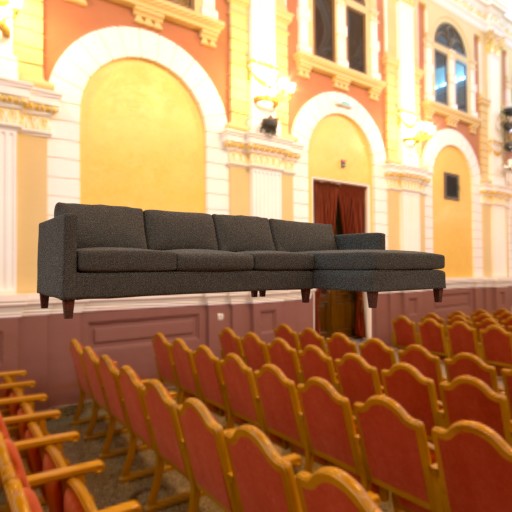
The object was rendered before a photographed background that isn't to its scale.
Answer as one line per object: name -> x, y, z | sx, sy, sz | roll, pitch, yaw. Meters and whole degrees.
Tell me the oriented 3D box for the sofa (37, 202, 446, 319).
sofa -> 0.000, 0.000, 3.825 | 3.186, 0.846, 1.625 | 1, -1, -35
